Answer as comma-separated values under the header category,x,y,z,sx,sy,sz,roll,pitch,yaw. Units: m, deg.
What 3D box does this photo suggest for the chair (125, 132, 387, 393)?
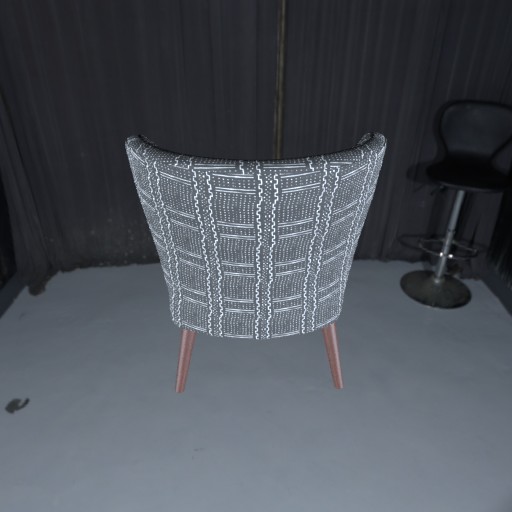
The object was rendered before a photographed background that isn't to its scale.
category,x,y,z,sx,sy,sz,roll,pitch,yaw
chair,0.000,0.000,1.448,0.710,0.866,0.758,-1,30,-2
